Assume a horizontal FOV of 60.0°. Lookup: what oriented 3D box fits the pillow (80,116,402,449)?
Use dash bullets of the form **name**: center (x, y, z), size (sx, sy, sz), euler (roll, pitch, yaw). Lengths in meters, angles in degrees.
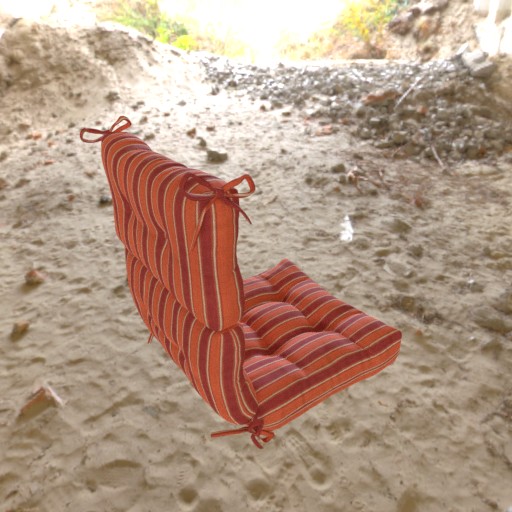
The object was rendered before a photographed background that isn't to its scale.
- **pillow**: center (0.000, 0.000, 1.020), size (0.571, 0.605, 0.519), euler (-18, 33, -30)
